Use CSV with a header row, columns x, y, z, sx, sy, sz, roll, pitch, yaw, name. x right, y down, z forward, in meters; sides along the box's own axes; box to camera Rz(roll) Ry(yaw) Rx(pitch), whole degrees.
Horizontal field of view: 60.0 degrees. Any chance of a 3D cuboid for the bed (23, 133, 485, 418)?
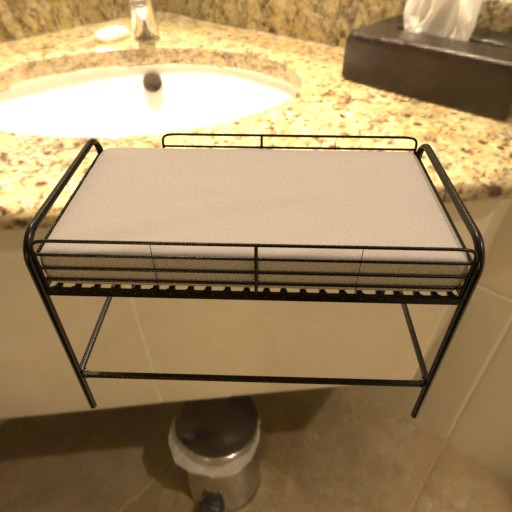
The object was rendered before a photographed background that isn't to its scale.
x,y,z,sx,sy,sz,roll,pitch,yaw,name
0.000,0.000,2.755,1.968,1.289,1.393,1,41,1,bed
